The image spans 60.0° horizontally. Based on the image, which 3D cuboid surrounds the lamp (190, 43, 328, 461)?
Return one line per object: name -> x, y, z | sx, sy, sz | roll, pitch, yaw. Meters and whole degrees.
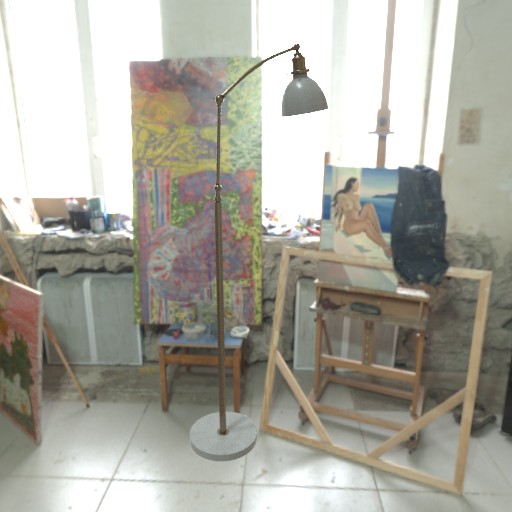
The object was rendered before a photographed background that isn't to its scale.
lamp -> 0.000, 0.000, 1.769 | 0.599, 1.586, 0.288 | -7, 17, -26
